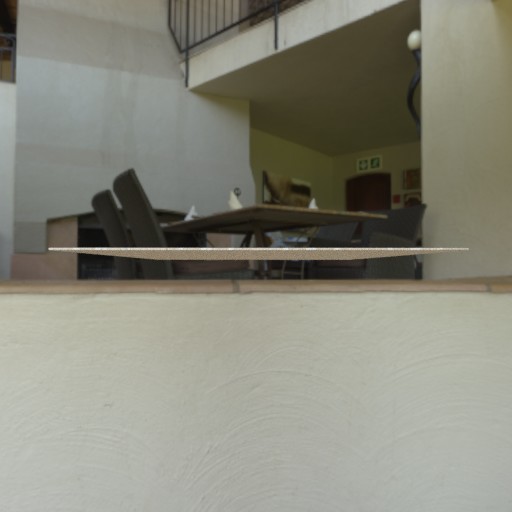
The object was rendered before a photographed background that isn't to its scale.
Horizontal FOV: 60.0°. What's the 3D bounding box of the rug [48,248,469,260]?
[{"bbox_3d":[0.000,0.000,3.852,2.286,0.013,2.894,0,-1,-1],"label":"rug"}]
